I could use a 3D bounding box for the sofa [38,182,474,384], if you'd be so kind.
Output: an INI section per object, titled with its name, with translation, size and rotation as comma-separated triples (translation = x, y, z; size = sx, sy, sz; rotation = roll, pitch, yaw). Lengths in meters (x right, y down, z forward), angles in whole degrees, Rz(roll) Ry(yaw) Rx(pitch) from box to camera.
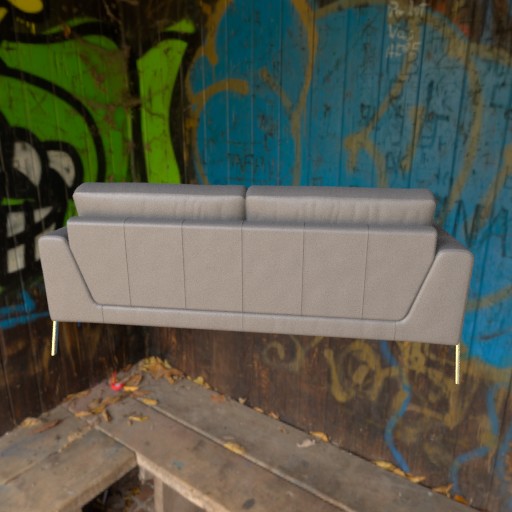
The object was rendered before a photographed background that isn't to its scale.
[sofa]
translation = 0.000, 0.000, 2.486
size = 2.017, 0.875, 0.953
rotation = 2, 17, 7
